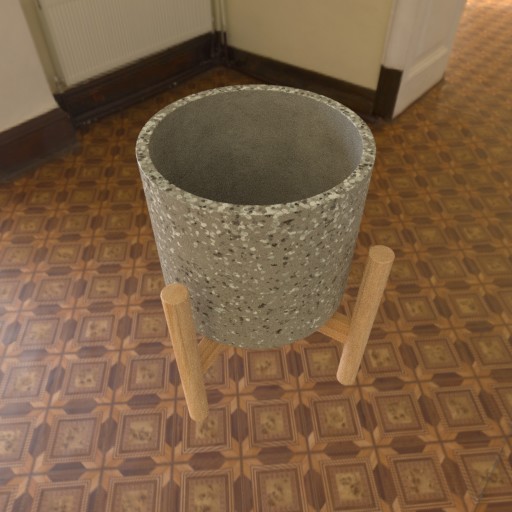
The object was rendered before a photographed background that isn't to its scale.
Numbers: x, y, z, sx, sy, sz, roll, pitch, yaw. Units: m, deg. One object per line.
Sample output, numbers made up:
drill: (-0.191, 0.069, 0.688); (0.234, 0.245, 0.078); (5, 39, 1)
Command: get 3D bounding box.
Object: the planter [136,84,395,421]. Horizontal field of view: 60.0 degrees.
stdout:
planter: (0.000, 0.000, 0.532); (0.284, 0.320, 0.284); (-28, 52, -25)
